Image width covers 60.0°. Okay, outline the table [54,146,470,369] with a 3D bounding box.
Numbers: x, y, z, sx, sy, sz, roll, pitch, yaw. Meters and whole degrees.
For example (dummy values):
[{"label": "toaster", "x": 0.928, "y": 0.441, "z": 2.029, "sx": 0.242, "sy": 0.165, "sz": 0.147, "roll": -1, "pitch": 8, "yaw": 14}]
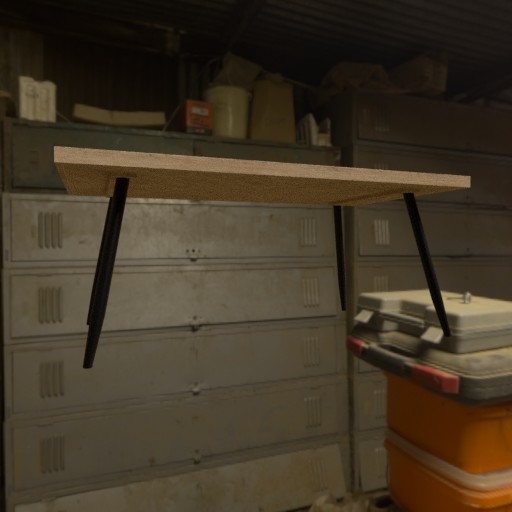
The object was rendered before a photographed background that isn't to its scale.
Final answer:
[{"label": "table", "x": 0.000, "y": 0.000, "z": 2.265, "sx": 1.803, "sy": 0.762, "sz": 0.991, "roll": 0, "pitch": 1, "yaw": -20}]
